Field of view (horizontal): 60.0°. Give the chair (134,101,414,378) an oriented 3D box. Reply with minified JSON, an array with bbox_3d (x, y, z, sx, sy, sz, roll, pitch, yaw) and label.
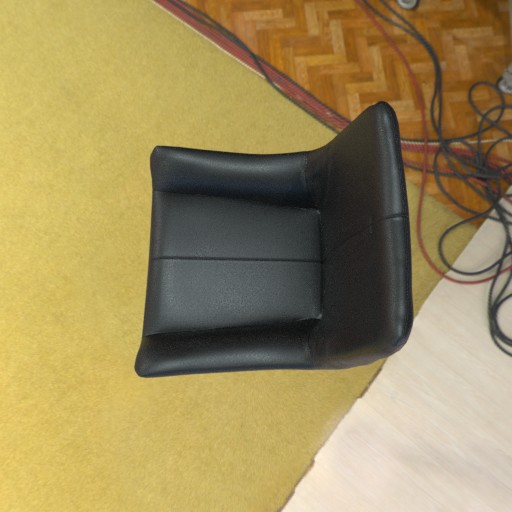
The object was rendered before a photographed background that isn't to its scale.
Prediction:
[{"bbox_3d":[0.000,0.000,1.562,0.826,0.922,0.836,1,76,0],"label":"chair"}]
